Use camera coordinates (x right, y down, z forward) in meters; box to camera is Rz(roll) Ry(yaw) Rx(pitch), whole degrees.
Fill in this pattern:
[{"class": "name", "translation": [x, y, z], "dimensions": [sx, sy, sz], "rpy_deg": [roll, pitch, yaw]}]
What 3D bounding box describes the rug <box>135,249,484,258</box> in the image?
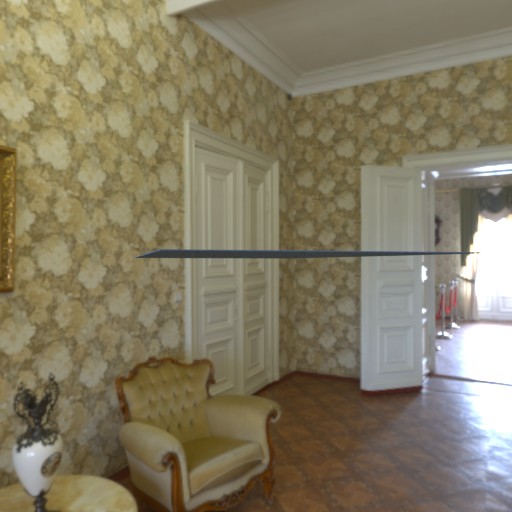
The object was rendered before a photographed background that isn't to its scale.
[{"class": "rug", "translation": [0.000, 0.000, 3.050], "dimensions": [1.525, 0.007, 2.440], "rpy_deg": [0, -1, -17]}]
